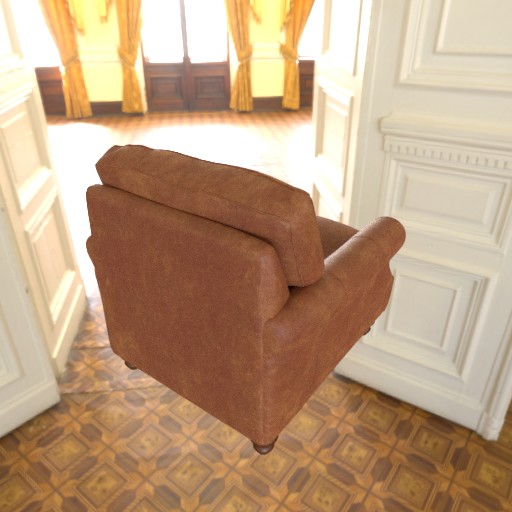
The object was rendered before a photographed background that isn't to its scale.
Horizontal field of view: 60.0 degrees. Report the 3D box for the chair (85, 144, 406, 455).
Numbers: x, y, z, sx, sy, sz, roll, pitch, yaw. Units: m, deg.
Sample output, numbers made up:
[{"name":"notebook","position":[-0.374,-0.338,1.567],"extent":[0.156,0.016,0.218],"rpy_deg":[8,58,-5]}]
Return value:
[{"name":"chair","position":[0.000,0.000,1.794],"extent":[0.983,0.962,0.986],"rpy_deg":[20,35,31]}]
